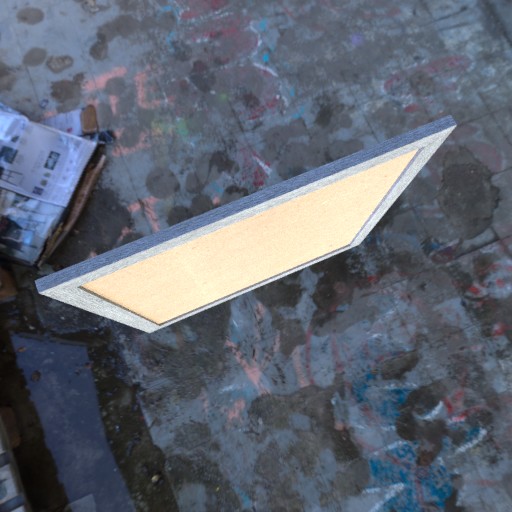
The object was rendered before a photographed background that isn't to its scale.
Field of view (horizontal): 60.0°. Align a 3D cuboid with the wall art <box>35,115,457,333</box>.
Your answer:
[{"bbox_3d":[0.000,0.000,1.001,0.685,0.685,0.020,-23,77,-6],"label":"wall art"}]
